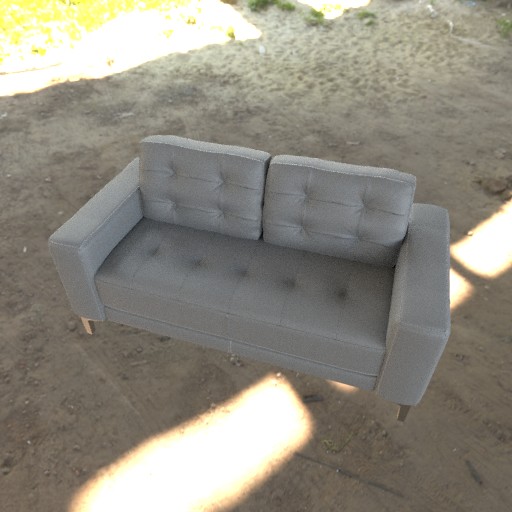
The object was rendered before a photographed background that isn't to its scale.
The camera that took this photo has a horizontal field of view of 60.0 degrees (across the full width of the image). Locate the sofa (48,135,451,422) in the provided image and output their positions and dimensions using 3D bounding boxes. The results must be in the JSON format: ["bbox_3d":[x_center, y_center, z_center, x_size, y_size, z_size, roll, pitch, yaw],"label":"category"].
[{"bbox_3d":[0.000,0.000,2.163,1.726,0.892,0.833,12,42,14],"label":"sofa"}]
